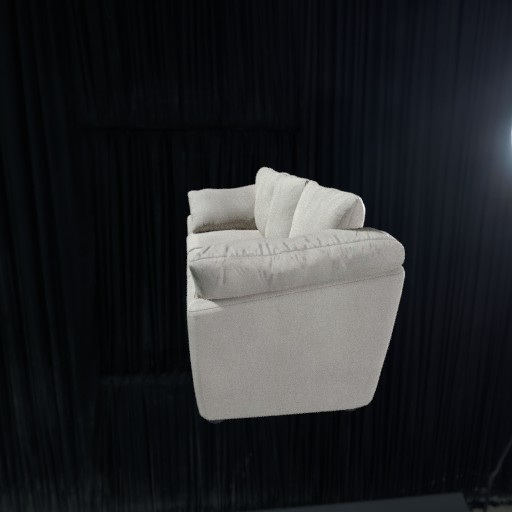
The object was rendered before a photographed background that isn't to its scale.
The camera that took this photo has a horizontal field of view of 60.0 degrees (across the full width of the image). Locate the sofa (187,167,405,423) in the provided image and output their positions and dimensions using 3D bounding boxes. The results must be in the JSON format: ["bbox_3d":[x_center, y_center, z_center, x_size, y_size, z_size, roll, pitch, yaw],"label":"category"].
[{"bbox_3d":[0.000,0.000,2.803,0.878,0.996,2.334,-2,14,-8],"label":"sofa"}]
